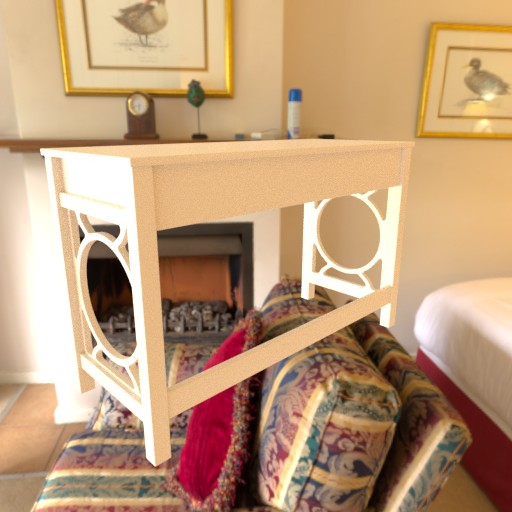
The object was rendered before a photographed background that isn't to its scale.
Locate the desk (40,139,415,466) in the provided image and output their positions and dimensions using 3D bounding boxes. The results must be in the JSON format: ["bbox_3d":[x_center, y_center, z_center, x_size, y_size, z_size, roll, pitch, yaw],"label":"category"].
[{"bbox_3d":[0.000,0.000,1.562,1.191,0.762,0.504,-16,23,-42],"label":"desk"}]
